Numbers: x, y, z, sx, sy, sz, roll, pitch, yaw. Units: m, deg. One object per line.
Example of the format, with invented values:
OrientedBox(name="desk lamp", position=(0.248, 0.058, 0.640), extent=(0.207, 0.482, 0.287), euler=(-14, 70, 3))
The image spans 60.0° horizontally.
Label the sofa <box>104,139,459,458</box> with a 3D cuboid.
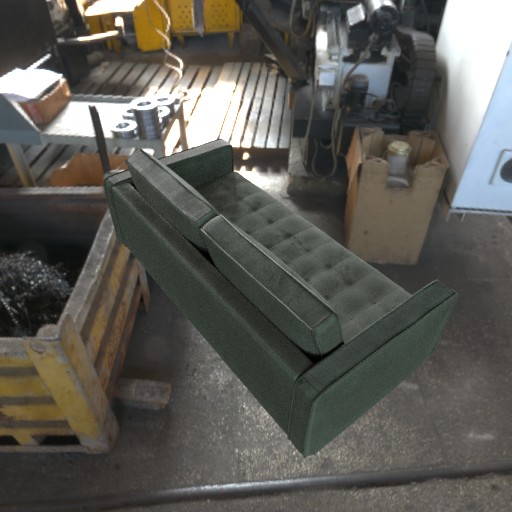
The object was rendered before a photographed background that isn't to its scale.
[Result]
OrientedBox(name="sofa", position=(0.000, 0.000, 2.361), extent=(0.886, 0.781, 1.816), euler=(-27, 48, -27))
